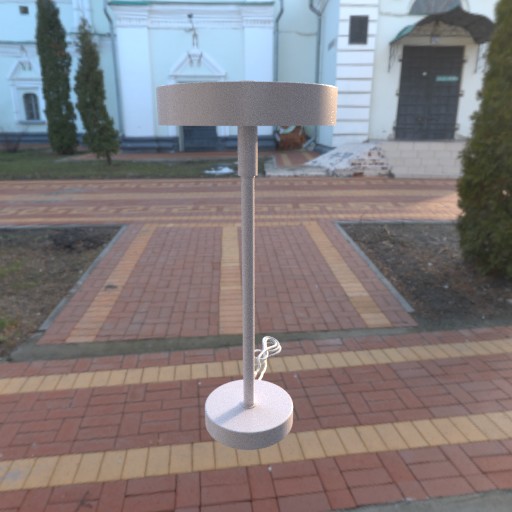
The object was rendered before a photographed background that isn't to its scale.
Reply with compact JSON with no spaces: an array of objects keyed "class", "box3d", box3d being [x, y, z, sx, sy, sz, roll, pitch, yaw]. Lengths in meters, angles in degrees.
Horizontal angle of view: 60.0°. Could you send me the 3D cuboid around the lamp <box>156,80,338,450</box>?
[{"class":"lamp","box3d":[0.000,0.000,0.706,0.229,0.508,0.369,3,17,9]}]
